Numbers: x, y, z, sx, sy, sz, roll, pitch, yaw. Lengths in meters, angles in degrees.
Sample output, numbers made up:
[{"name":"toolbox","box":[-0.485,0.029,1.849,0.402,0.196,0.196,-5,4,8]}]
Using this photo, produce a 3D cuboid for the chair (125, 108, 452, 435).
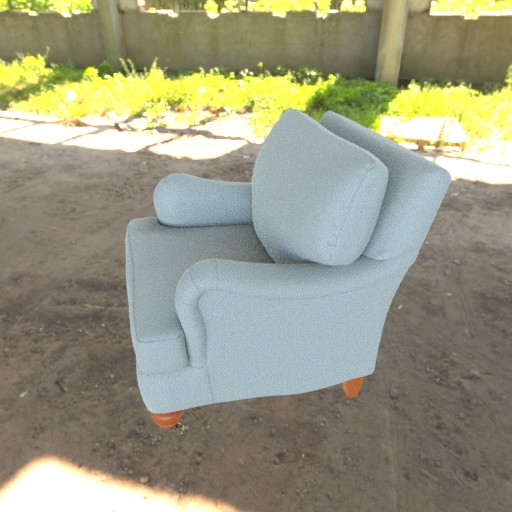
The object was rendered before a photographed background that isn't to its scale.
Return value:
[{"name":"chair","box":[0.000,0.000,1.869,1.070,1.038,0.955,-8,31,-14]}]
